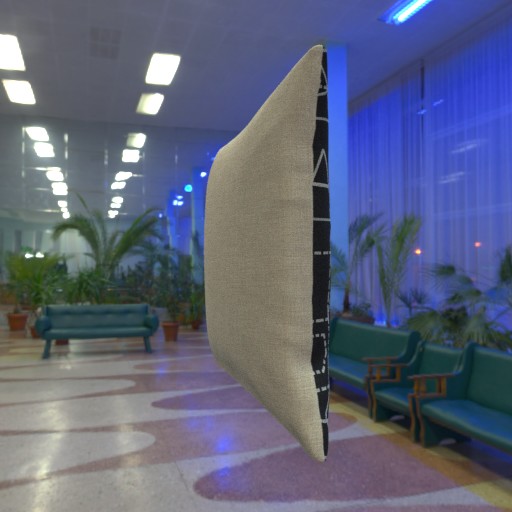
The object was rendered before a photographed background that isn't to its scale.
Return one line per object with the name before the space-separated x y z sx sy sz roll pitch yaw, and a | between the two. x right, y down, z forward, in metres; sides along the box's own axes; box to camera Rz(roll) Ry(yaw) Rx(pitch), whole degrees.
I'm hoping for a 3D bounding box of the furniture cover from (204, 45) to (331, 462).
furniture cover | 0.000 0.000 0.780 0.158 0.508 0.517 0 -1 -18
